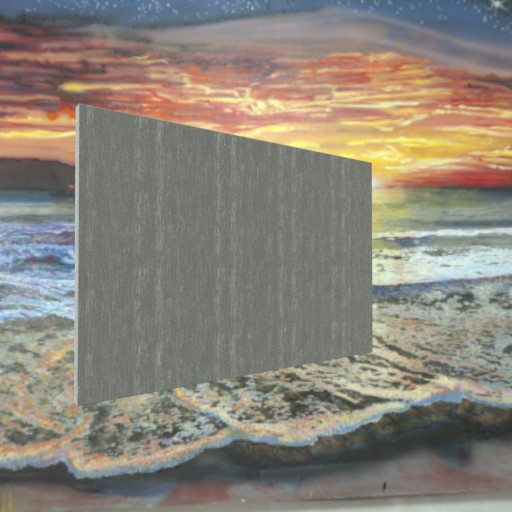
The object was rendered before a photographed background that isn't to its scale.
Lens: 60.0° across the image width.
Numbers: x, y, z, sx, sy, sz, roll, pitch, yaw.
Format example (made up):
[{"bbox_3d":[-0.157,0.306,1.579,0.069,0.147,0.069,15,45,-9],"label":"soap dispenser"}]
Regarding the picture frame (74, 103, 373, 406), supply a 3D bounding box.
[{"bbox_3d":[0.000,0.000,1.229,0.950,0.640,0.029,1,-1,-36],"label":"picture frame"}]
